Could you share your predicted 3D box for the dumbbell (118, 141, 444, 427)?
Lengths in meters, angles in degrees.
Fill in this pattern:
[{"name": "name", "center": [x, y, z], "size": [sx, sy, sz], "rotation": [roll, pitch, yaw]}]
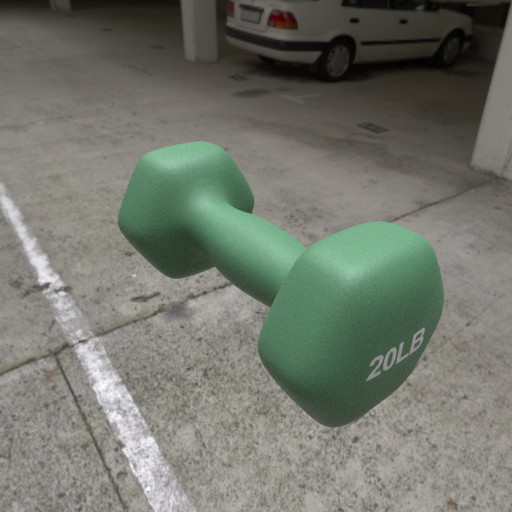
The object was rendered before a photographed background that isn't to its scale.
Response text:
[{"name": "dumbbell", "center": [0.000, 0.000, 0.326], "size": [0.126, 0.114, 0.257], "rotation": [-21, 36, -31]}]
